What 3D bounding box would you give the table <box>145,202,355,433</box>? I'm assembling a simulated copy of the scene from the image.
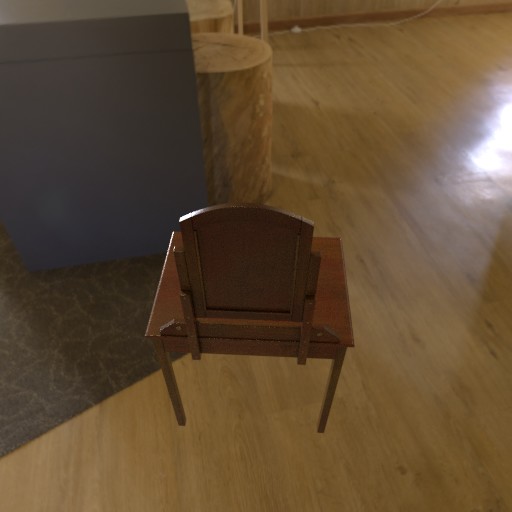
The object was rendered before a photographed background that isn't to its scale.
[{"bbox_3d":[0.000,0.000,2.313,0.876,1.631,1.211,2,46,2],"label":"table"}]
